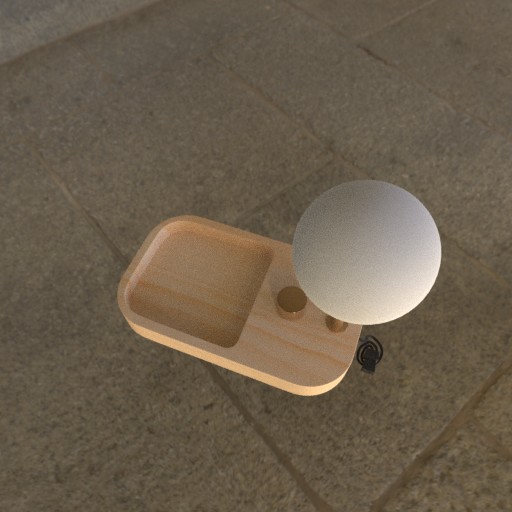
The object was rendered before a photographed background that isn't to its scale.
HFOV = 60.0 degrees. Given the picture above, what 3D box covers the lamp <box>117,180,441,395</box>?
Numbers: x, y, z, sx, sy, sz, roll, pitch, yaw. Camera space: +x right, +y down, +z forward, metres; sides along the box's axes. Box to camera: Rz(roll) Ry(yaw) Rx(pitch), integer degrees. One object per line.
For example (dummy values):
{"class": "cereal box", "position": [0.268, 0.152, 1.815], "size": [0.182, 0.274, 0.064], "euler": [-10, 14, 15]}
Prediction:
{"class": "lamp", "position": [0.000, 0.000, 0.462], "size": [0.331, 0.253, 0.173], "euler": [18, 59, 11]}
